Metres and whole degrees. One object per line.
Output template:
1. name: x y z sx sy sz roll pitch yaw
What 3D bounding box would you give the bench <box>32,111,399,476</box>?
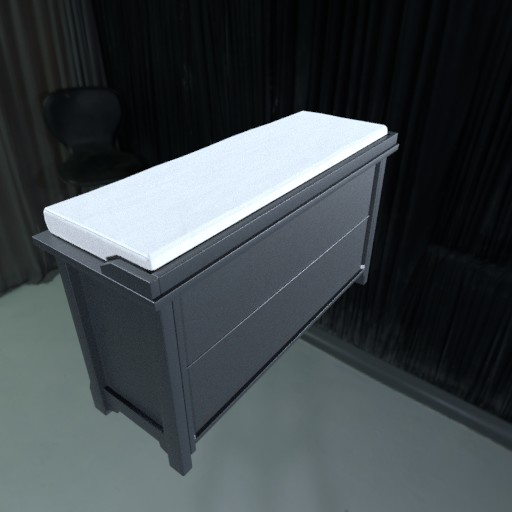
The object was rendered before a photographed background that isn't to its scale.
1. bench: 0.000 0.000 1.207 0.345 0.561 0.973 22 38 31
